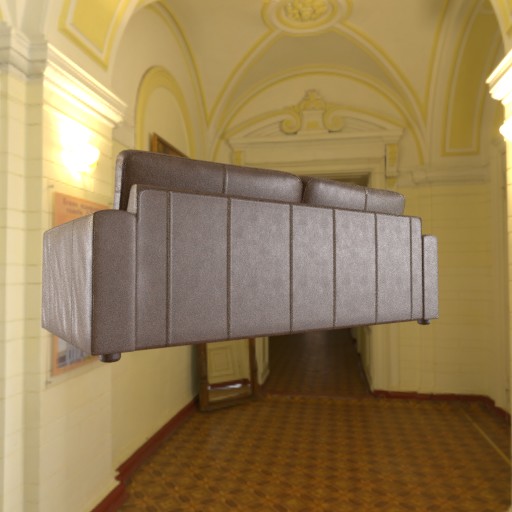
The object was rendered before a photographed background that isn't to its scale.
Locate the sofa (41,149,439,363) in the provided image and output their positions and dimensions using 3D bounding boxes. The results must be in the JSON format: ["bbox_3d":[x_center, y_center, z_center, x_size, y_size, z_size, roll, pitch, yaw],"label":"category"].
[{"bbox_3d":[0.000,0.000,2.645,2.179,0.873,1.016,1,-2,-35],"label":"sofa"}]
